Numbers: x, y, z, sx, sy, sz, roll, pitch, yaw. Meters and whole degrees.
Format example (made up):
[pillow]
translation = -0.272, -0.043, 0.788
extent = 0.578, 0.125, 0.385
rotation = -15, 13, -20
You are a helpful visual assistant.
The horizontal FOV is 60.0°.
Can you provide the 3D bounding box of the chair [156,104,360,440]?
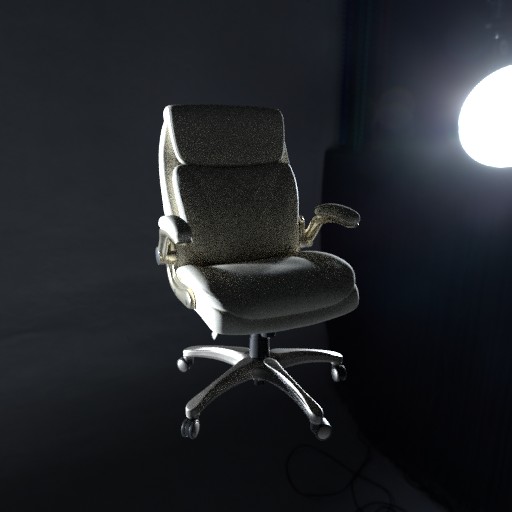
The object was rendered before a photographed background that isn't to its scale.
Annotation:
[chair]
translation = 0.000, 0.000, 1.652
extent = 0.740, 1.110, 0.794
rotation = -8, 17, -27
